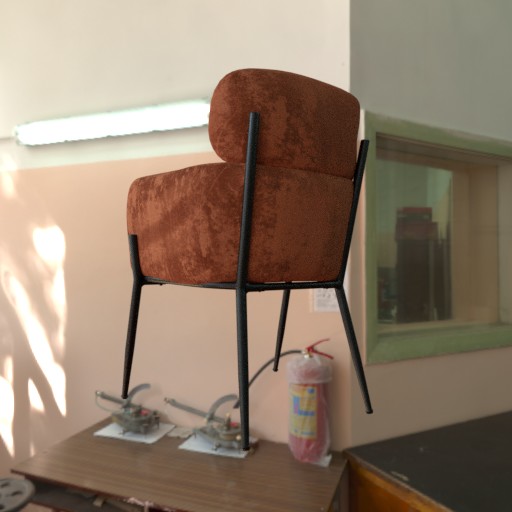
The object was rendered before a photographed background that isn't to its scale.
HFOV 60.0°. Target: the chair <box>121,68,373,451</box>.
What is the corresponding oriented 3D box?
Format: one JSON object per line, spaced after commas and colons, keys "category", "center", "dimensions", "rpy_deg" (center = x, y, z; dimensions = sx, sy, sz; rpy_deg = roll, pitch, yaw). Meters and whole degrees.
{"category": "chair", "center": [0.000, 0.000, 1.158], "dimensions": [0.561, 0.772, 0.523], "rpy_deg": [1, -1, -36]}
